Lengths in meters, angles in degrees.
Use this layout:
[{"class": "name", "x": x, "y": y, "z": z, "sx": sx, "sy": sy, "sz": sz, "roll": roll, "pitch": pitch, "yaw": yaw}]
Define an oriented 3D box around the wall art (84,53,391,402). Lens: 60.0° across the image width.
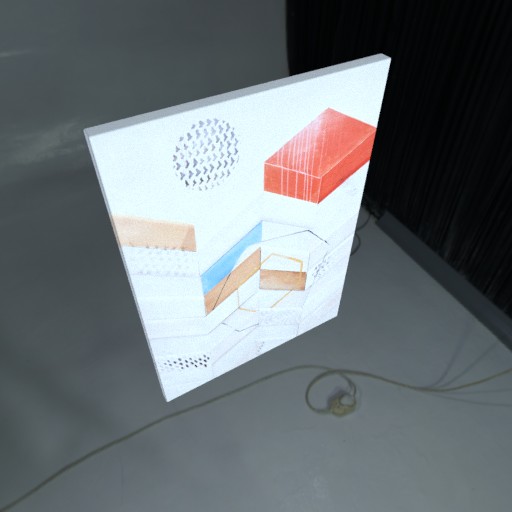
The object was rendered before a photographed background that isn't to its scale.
[{"class": "wall art", "x": 0.000, "y": 0.000, "z": 1.093, "sx": 0.613, "sy": 0.848, "sz": 0.036, "roll": -22, "pitch": 49, "yaw": -21}]
